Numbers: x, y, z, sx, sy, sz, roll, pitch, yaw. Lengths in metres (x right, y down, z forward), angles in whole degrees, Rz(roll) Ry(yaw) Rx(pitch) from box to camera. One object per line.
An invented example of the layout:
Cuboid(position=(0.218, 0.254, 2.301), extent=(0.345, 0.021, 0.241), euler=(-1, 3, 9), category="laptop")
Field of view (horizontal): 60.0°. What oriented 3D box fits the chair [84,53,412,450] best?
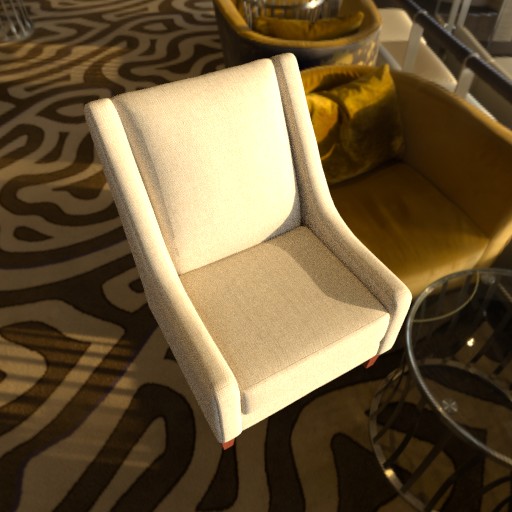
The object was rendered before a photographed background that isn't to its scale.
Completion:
Cuboid(position=(0.000, 0.000, 1.593), extent=(0.774, 1.014, 0.870), euler=(-23, 51, -20), category="chair")
